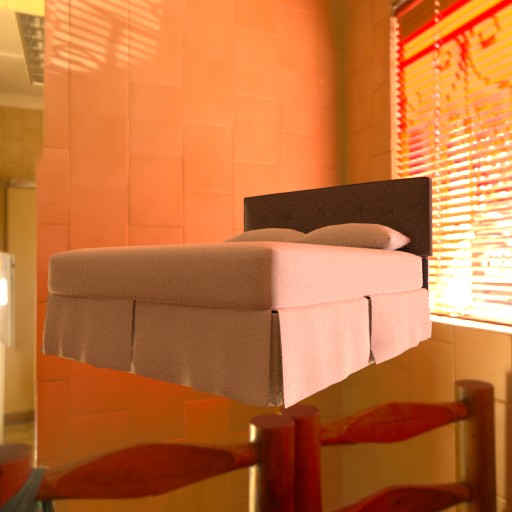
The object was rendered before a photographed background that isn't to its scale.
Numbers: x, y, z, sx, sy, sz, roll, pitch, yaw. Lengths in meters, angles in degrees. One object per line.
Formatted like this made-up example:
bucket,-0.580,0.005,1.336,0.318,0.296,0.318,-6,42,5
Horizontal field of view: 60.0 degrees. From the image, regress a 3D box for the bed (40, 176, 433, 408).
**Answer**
bed,0.000,0.000,2.701,1.610,1.089,1.894,-1,-1,37
